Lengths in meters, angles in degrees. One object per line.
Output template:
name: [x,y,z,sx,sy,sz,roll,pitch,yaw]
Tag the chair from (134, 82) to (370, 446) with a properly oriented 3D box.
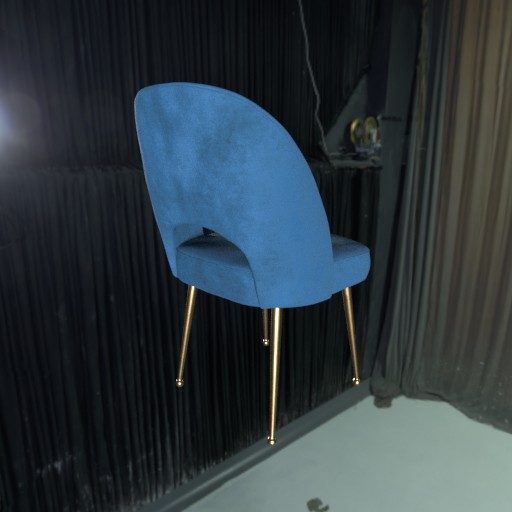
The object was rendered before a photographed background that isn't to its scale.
chair: [0.000,0.000,1.240,0.527,0.860,0.577,14,21,43]
